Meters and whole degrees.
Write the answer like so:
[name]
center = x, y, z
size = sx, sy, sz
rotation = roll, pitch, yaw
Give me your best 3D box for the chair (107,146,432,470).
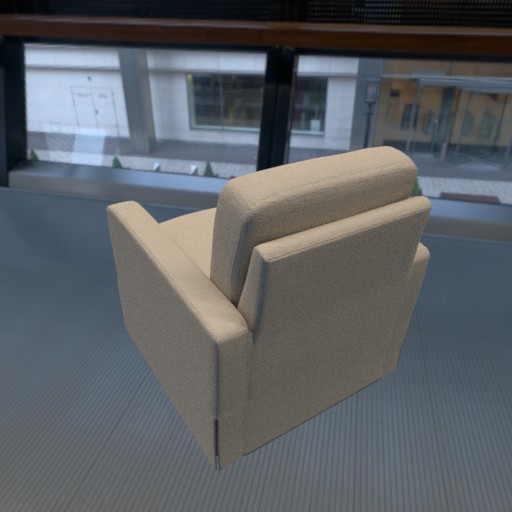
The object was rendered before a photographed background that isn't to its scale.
[chair]
center = 0.000, 0.000, 1.499
size = 0.755, 0.827, 0.888
rotation = -18, 34, -28
